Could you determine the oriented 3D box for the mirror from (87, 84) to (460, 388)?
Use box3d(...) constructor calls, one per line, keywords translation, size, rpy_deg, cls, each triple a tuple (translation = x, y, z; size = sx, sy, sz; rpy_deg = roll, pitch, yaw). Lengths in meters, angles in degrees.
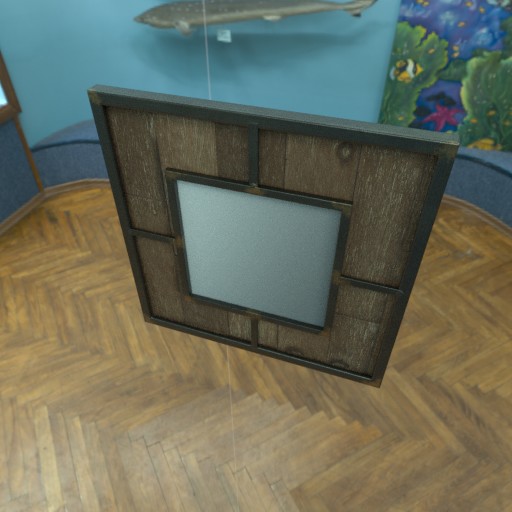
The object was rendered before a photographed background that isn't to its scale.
box3d(translation=(0.000, 0.000, 0.562), size=(0.382, 0.381, 0.020), rpy_deg=(13, 43, 14), cls="mirror")
